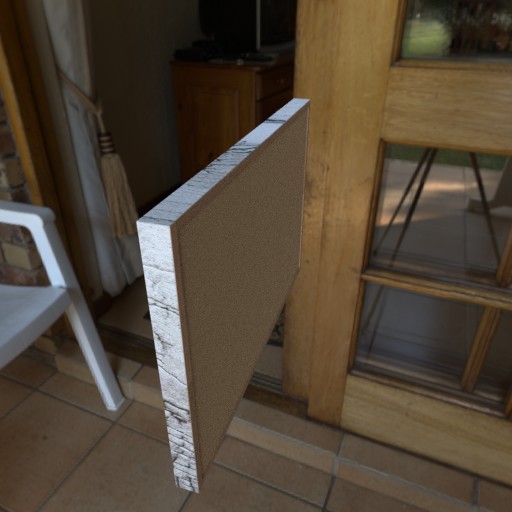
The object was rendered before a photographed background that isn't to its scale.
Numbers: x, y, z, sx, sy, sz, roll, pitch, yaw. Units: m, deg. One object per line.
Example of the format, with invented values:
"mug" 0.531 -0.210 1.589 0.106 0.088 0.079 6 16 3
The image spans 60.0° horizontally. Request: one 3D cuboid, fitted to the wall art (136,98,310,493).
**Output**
"wall art" 0.000 0.000 0.760 0.035 0.407 0.613 9 31 15
